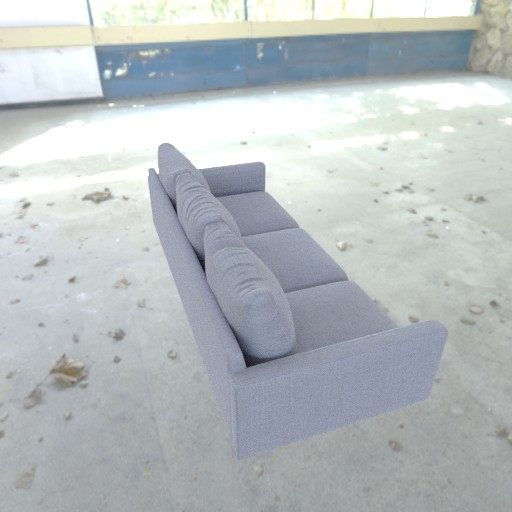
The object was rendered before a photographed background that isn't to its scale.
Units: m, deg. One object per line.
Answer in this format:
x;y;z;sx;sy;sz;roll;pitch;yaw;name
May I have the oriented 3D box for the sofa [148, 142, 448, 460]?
0.000;0.000;2.396;0.850;0.830;2.000;-11;33;-17;sofa
